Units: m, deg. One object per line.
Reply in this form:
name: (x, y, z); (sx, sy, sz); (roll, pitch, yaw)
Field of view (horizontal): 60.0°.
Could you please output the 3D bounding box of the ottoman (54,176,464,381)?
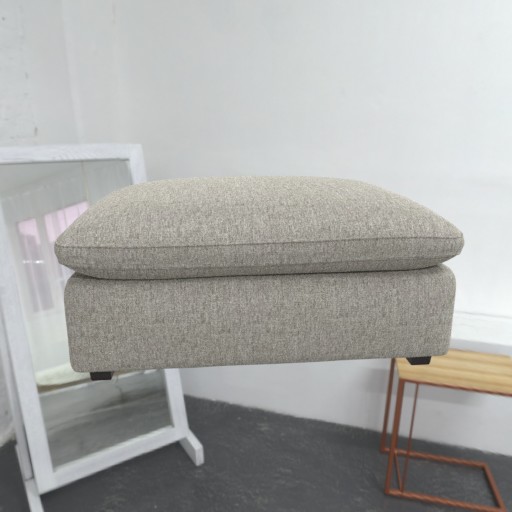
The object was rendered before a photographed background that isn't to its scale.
ottoman: (0.000, 0.000, 1.355); (0.977, 0.451, 0.694); (-2, 18, -5)
